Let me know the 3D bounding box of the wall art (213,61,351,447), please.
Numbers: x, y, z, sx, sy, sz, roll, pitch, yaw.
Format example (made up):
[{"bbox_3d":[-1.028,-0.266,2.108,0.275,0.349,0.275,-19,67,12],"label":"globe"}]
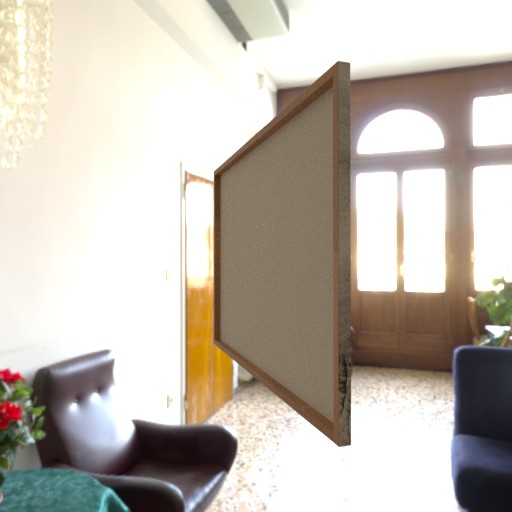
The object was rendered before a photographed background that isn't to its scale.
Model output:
[{"bbox_3d":[0.000,0.000,1.134,0.023,0.607,0.914,0,-1,-18],"label":"wall art"}]
